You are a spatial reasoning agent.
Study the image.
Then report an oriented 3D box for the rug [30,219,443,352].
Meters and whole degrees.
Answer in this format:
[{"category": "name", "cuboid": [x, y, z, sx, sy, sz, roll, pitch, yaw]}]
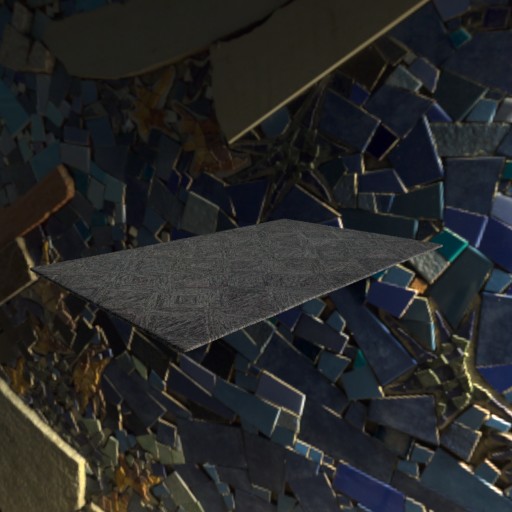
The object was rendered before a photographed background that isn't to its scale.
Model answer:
[{"category": "rug", "cuboid": [0.000, 0.000, 2.207, 1.158, 0.013, 1.752, 14, 20, 42]}]
